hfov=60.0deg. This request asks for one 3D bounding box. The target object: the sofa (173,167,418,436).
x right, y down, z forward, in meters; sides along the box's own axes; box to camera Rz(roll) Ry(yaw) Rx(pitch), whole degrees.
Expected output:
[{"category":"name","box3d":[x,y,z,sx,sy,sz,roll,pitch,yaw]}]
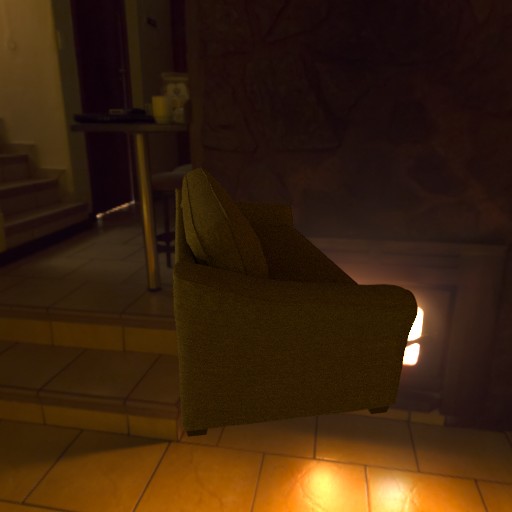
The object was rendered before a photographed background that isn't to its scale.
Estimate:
[{"category":"sofa","box3d":[0.000,0.000,2.746,0.971,0.950,2.270,-3,17,-9]}]
